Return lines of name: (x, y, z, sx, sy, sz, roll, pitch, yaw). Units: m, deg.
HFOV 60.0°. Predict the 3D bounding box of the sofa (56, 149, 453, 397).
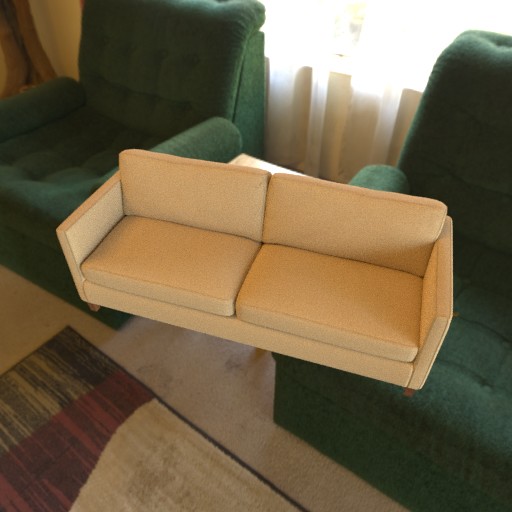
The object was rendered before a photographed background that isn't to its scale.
sofa: (0.000, 0.000, 2.965, 2.361, 0.968, 0.951, 12, 43, 13)
